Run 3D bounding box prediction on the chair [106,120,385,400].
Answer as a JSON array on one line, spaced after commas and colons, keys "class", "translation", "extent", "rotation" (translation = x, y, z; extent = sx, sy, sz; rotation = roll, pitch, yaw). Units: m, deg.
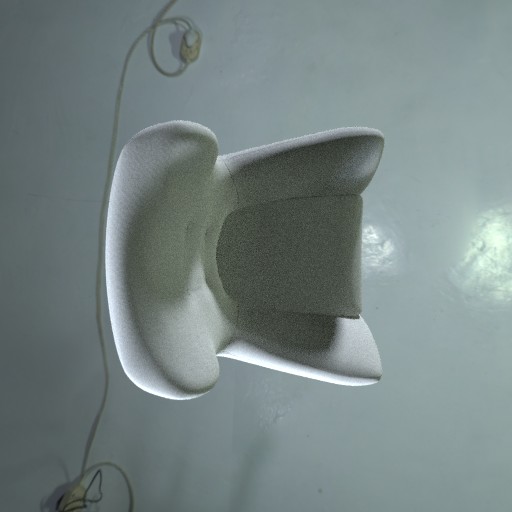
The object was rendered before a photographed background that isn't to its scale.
[{"class": "chair", "translation": [0.000, 0.000, 1.663], "extent": [0.889, 0.889, 0.890], "rotation": [0, 92, -2]}]
